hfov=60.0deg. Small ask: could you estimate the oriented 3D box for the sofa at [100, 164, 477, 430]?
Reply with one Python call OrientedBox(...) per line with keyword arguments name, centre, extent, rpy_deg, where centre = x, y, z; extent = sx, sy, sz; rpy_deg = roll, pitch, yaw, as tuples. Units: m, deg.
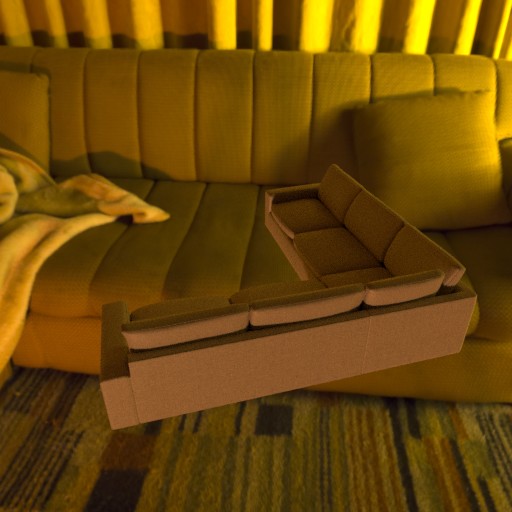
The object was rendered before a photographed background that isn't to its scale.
OrientedBox(name="sofa", centre=(0.000, 0.000, 4.163), extent=(2.742, 0.800, 2.622), rpy_deg=(-8, 32, -13))
